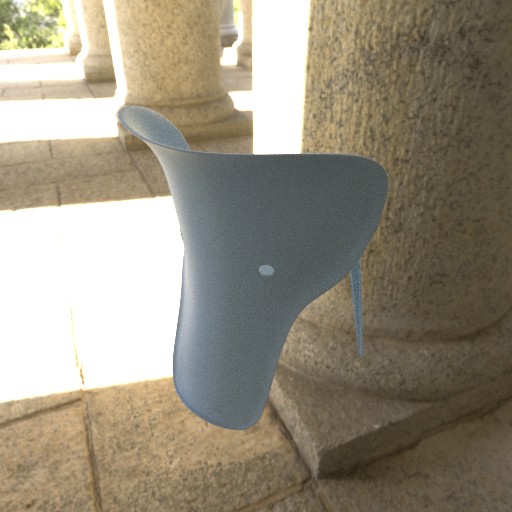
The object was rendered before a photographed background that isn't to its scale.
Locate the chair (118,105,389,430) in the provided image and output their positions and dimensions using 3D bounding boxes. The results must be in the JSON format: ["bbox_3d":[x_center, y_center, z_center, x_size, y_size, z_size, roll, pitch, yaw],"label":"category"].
[{"bbox_3d":[0.000,0.000,0.856,0.451,0.554,0.402,22,38,31],"label":"chair"}]
